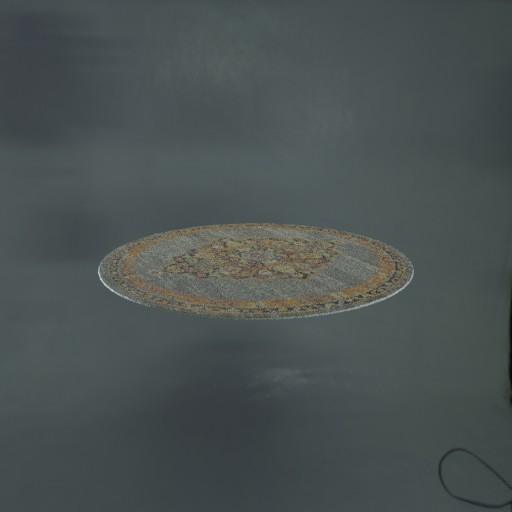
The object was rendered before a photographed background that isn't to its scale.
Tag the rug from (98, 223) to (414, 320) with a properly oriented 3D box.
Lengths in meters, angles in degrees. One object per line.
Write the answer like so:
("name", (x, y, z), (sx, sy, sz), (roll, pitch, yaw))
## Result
("rug", (0.000, 0.000, 2.373), (1.598, 0.010, 1.598), (0, 17, 0))
